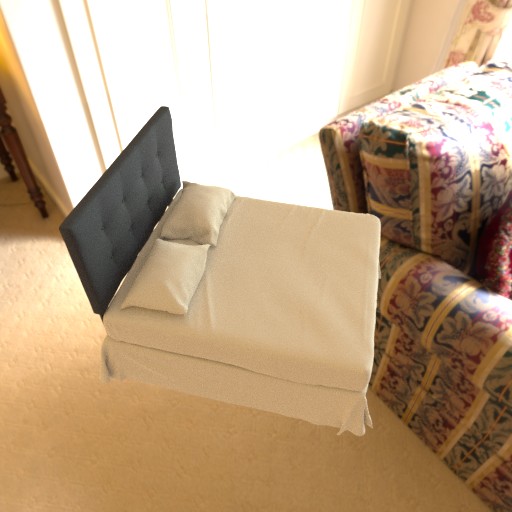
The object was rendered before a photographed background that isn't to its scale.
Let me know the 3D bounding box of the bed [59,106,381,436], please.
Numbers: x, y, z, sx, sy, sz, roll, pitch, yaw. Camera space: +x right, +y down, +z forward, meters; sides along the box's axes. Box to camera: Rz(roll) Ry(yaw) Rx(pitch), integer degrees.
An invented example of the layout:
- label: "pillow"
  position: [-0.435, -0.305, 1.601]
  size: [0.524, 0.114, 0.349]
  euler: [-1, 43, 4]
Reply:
- label: "bed"
  position: [0.000, 0.000, 3.578]
  size: [2.222, 1.577, 1.936]
  euler: [10, 46, 10]
